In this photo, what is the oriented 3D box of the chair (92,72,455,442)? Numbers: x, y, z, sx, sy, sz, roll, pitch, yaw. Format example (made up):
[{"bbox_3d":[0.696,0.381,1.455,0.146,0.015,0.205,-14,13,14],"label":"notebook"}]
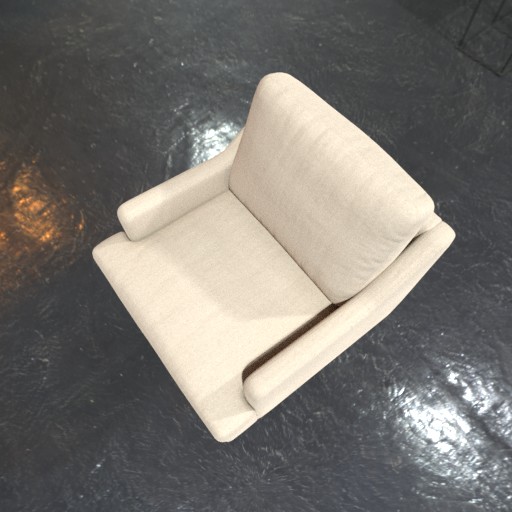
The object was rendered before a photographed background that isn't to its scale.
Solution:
[{"bbox_3d":[0.000,0.000,1.691,1.001,0.916,0.912,-34,68,-16],"label":"chair"}]
